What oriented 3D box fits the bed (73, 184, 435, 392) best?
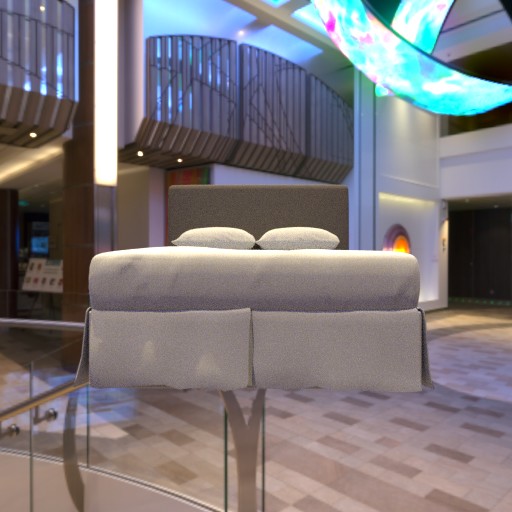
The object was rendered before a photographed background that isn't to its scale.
[{"bbox_3d":[0.000,0.000,3.161,1.748,1.330,2.142,0,0,1],"label":"bed"}]
